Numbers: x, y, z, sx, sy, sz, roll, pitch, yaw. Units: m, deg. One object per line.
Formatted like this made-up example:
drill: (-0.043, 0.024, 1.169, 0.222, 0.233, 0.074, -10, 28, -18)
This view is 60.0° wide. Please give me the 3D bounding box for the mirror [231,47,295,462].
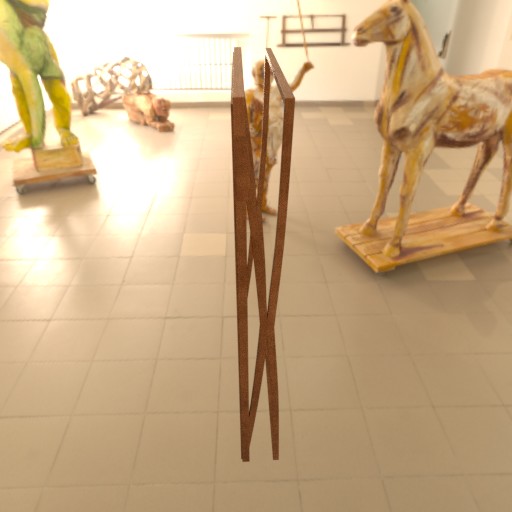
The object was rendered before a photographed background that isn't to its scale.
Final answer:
mirror: (0.000, 0.000, 0.961, 0.082, 0.768, 0.468, -1, 32, -2)
